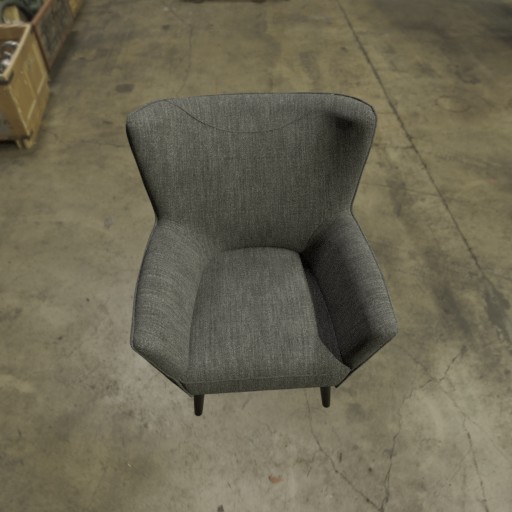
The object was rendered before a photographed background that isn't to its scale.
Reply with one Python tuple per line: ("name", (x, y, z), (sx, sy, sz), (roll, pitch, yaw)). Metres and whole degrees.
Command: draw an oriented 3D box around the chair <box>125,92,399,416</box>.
("chair", (0.000, 0.000, 1.592), (0.781, 0.933, 0.888), (-3, 47, -3))
